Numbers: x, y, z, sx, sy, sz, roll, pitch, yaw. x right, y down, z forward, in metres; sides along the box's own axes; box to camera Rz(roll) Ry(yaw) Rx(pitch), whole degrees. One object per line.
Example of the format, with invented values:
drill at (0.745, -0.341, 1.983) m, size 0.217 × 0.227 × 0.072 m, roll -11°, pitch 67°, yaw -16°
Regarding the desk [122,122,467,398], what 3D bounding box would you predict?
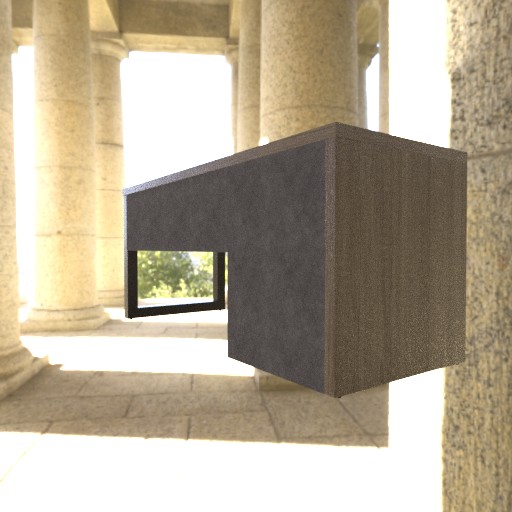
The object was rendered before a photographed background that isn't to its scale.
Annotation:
desk at (0.000, 0.000, 2.093) m, size 0.690 × 0.760 × 1.700 m, roll -1°, pitch 1°, yaw -36°
